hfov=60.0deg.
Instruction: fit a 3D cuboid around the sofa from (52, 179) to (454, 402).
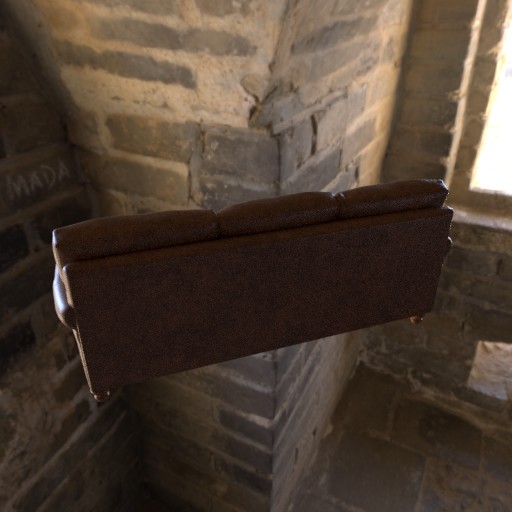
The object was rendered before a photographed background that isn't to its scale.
[{"bbox_3d":[0.000,0.000,2.823,2.351,0.977,0.973,-9,28,-18],"label":"sofa"}]
